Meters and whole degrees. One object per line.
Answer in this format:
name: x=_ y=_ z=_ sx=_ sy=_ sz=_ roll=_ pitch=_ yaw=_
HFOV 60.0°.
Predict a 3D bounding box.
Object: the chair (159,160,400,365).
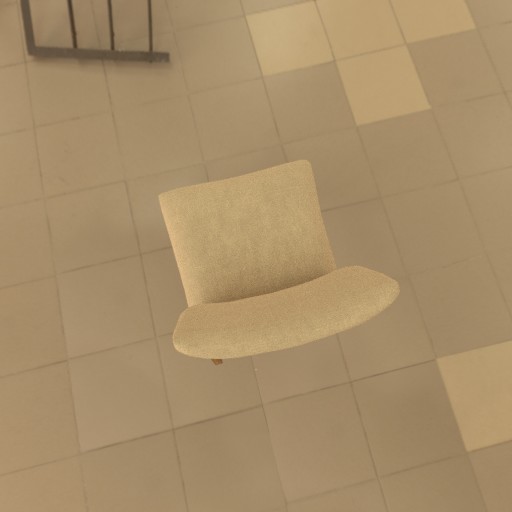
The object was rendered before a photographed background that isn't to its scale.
chair: x=0.000 y=0.000 z=1.305 sx=0.496 sy=0.940 sz=0.585 roll=-14 pitch=76 yaw=-4
